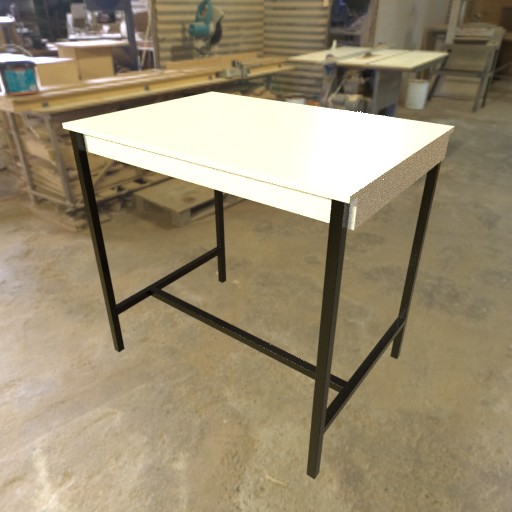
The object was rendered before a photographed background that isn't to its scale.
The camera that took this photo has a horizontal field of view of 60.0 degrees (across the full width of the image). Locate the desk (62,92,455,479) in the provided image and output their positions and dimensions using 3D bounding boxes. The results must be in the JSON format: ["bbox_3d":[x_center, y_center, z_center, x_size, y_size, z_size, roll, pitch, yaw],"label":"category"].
[{"bbox_3d":[0.000,0.000,1.312,0.811,0.766,0.573,21,36,32],"label":"desk"}]
